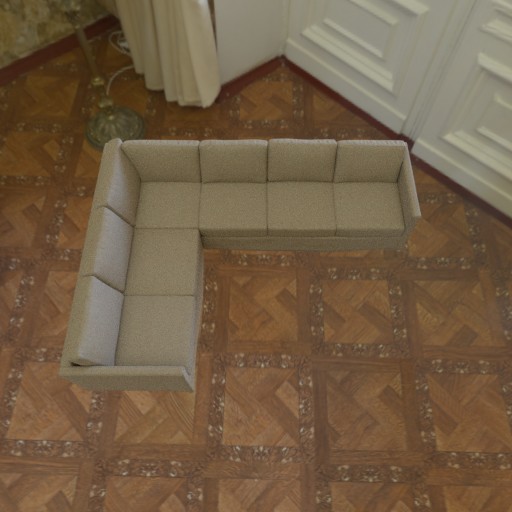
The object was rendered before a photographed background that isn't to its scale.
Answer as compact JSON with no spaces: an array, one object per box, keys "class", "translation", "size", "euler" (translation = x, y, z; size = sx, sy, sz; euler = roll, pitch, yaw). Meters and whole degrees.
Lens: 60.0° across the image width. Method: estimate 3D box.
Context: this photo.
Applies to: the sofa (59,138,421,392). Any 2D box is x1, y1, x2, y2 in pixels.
[{"class":"sofa","translation":[0.000,0.000,4.315],"size":[3.182,0.871,2.432],"euler":[0,63,0]}]
